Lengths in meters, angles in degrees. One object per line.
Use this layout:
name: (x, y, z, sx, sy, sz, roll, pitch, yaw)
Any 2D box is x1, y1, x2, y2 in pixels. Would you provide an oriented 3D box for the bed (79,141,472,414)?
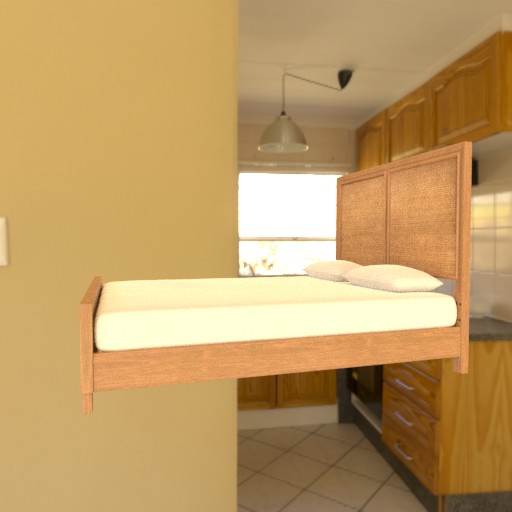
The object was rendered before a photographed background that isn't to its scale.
bed: (0.000, 0.000, 3.093, 2.184, 1.387, 1.606, -1, 2, -18)
